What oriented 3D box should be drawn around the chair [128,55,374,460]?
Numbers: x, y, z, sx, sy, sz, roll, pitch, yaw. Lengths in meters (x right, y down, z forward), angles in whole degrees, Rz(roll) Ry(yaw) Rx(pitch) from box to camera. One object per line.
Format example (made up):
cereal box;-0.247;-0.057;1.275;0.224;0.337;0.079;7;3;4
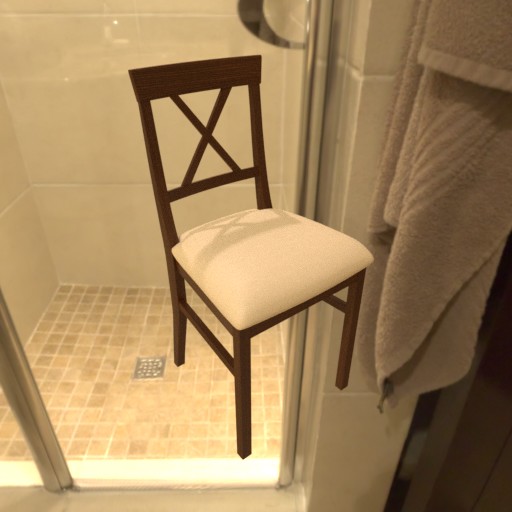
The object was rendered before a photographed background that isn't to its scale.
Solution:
chair;0.000;0.000;1.183;0.440;0.913;0.480;-23;39;-31
